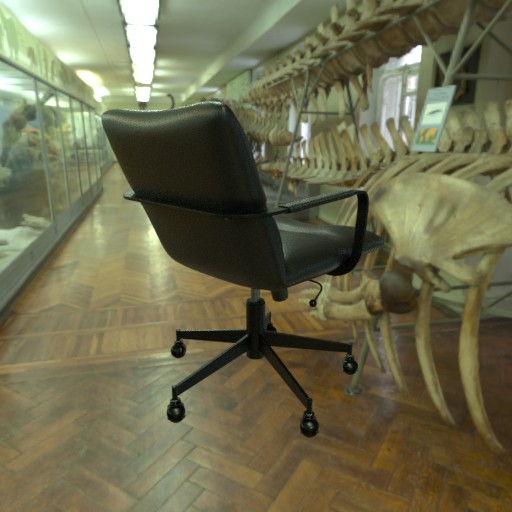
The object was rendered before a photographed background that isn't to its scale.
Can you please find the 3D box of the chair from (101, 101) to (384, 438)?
[{"bbox_3d":[0.000,0.000,1.472,0.748,0.922,0.719,-14,21,-42],"label":"chair"}]
